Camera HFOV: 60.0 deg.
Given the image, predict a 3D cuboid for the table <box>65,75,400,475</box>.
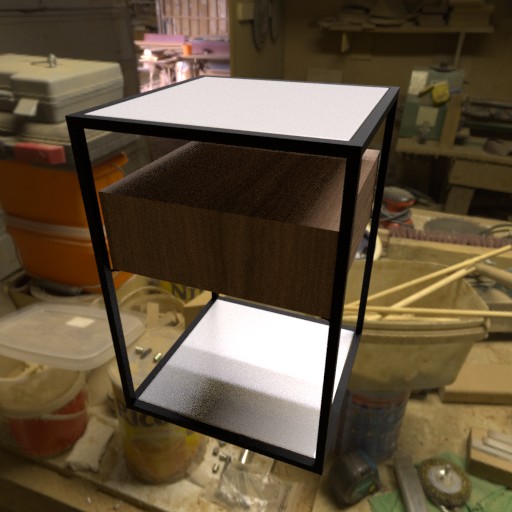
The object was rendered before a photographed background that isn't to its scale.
[{"bbox_3d":[0.000,0.000,0.795,0.378,0.540,0.378,11,32,18],"label":"table"}]
